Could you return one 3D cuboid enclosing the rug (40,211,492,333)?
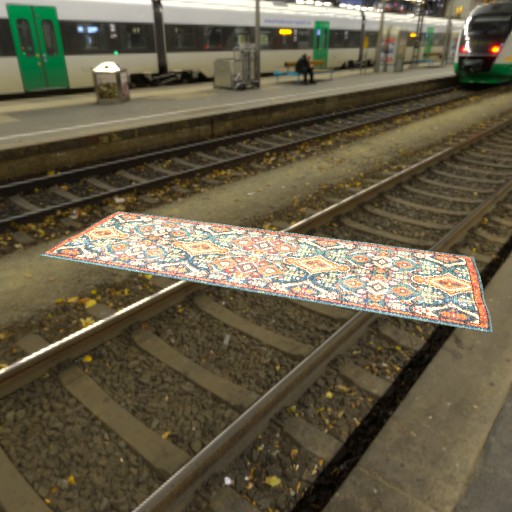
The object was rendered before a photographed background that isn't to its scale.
[{"bbox_3d":[0.000,0.000,2.625,2.459,0.010,0.801,8,27,17],"label":"rug"}]
